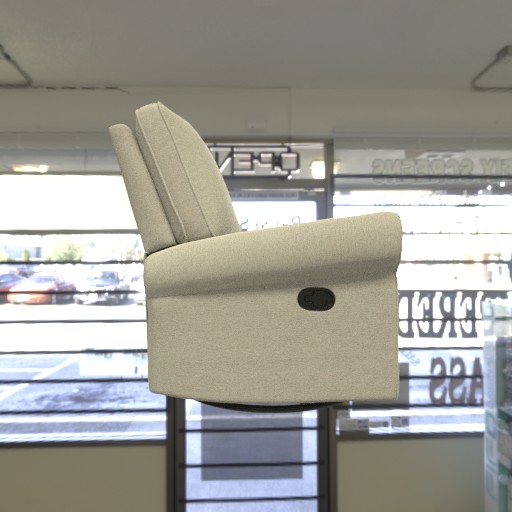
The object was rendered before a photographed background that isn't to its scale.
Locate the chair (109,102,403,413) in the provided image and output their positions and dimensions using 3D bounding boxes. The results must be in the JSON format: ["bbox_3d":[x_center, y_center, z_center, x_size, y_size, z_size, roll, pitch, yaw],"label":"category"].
[{"bbox_3d":[0.000,0.000,1.662,0.878,0.960,0.890,0,-1,0],"label":"chair"}]
